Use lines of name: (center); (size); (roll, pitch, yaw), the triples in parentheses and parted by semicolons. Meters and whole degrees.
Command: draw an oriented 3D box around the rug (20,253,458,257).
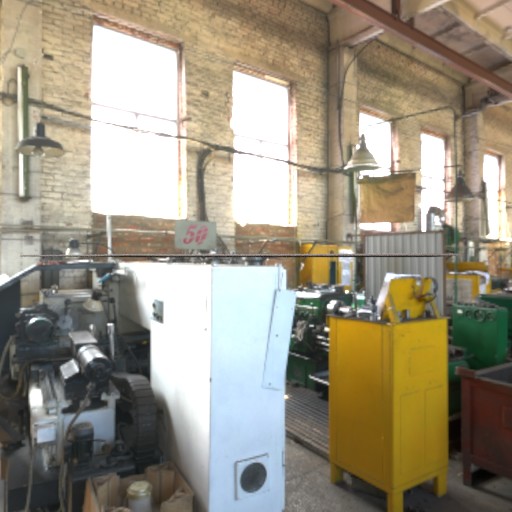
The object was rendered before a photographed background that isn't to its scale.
rug: (0.000, 0.000, 4.335); (3.357, 0.019, 2.449); (0, 0, 18)
